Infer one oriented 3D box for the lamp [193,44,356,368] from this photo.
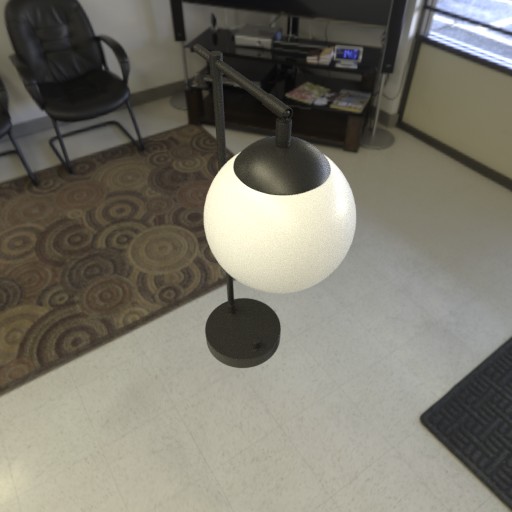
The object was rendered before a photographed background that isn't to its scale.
[{"bbox_3d":[0.000,0.000,0.702,0.197,0.559,0.316,-23,49,-21],"label":"lamp"}]
